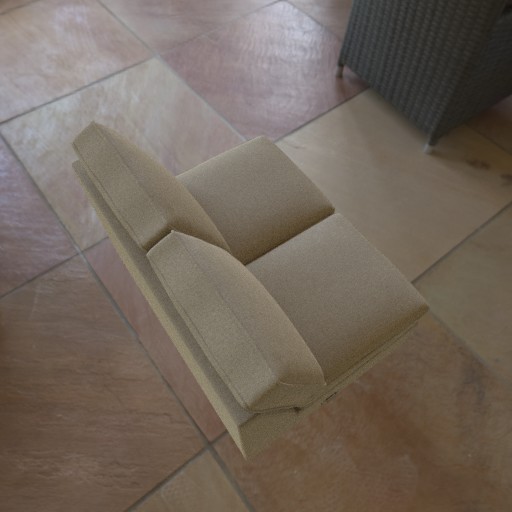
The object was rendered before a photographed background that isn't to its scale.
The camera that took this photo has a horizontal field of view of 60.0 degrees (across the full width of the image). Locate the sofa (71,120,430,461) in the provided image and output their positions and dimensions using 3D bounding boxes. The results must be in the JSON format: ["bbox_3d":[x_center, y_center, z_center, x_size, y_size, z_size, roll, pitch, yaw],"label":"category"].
[{"bbox_3d":[0.000,0.000,1.918,0.951,1.008,1.237,-31,63,-17],"label":"sofa"}]
